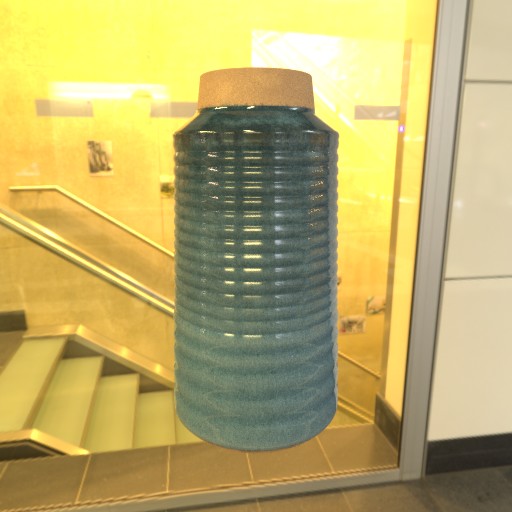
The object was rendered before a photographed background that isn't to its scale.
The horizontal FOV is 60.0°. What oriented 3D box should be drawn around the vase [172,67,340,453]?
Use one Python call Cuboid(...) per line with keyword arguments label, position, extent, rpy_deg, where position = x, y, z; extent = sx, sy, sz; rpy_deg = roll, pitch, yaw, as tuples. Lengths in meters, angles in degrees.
Cuboid(label="vase", position=(0.000, 0.000, 0.417), extent=(0.163, 0.316, 0.163), rpy_deg=(0, 13, 0))
